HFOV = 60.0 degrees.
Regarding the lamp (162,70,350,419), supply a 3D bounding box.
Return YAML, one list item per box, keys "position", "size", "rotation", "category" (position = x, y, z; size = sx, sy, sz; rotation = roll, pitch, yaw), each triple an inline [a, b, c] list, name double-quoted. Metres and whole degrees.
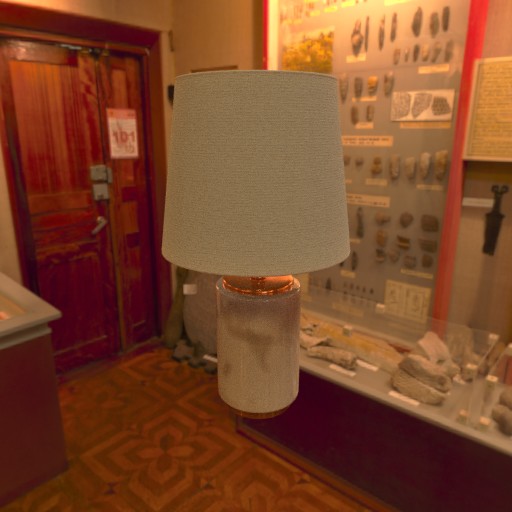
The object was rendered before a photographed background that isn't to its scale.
- position: [0.000, 0.000, 0.458]
  size: [0.189, 0.340, 0.189]
  rotation: [0, 16, 0]
  category: "lamp"
